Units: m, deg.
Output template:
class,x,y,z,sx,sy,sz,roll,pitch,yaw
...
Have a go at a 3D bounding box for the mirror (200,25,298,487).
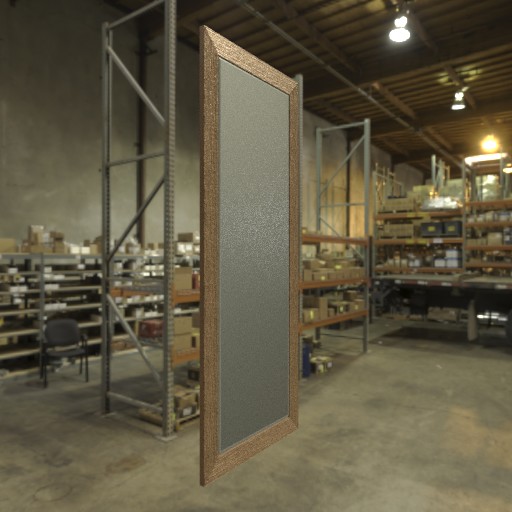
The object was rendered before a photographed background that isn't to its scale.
class,x,y,z,sx,sy,sz,roll,pitch,yaw
mirror,0.000,0.000,2.285,0.026,2.031,0.812,0,0,36
